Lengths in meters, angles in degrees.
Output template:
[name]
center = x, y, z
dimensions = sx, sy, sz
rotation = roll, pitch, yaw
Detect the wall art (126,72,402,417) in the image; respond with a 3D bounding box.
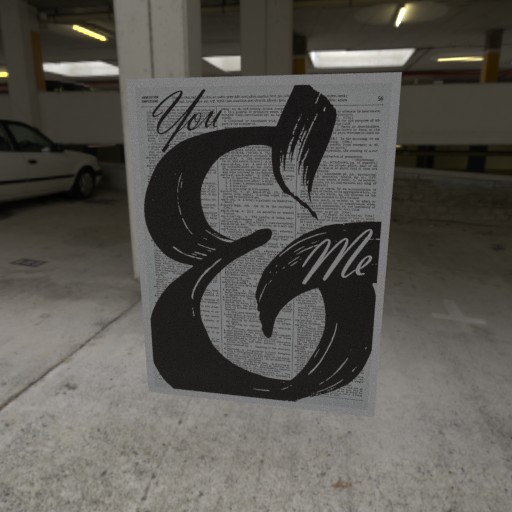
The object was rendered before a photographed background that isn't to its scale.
[wall art]
center = 0.000, 0.000, 0.804
dimensions = 0.457, 0.609, 0.003
rotation = 3, 15, 11
